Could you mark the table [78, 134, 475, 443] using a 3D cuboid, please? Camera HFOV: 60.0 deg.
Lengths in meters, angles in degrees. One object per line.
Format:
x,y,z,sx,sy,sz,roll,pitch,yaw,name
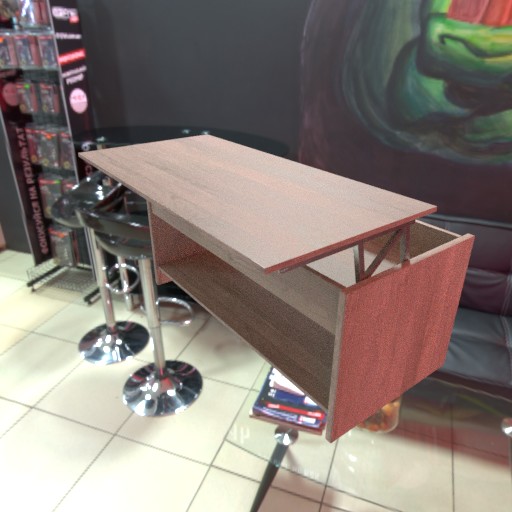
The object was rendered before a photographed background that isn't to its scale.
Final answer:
0.000,0.000,1.416,0.712,0.570,1.000,-19,32,-32,table
